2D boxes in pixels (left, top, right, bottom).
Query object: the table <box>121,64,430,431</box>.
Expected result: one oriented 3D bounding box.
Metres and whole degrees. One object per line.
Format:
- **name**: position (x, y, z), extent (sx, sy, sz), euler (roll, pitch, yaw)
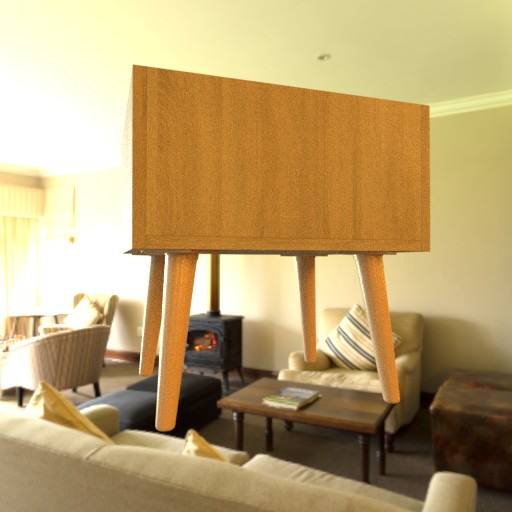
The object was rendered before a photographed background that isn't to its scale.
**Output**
- **table**: position (0.000, 0.000, 0.795), extent (0.450, 0.470, 0.370), euler (0, -1, -19)
